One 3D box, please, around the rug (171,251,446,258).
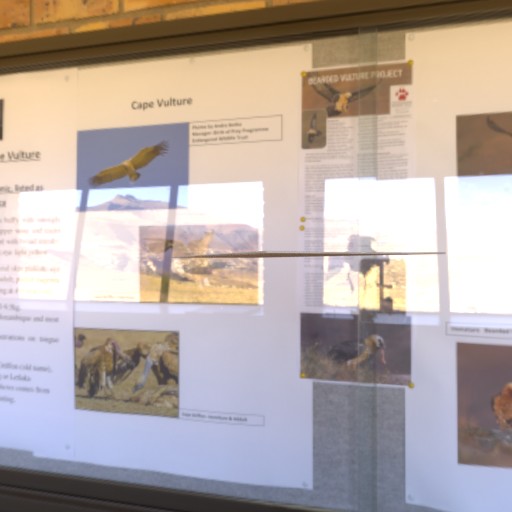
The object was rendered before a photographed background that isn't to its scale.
[{"bbox_3d":[0.000,0.000,2.553,0.684,0.009,2.275,0,-1,-18],"label":"rug"}]
